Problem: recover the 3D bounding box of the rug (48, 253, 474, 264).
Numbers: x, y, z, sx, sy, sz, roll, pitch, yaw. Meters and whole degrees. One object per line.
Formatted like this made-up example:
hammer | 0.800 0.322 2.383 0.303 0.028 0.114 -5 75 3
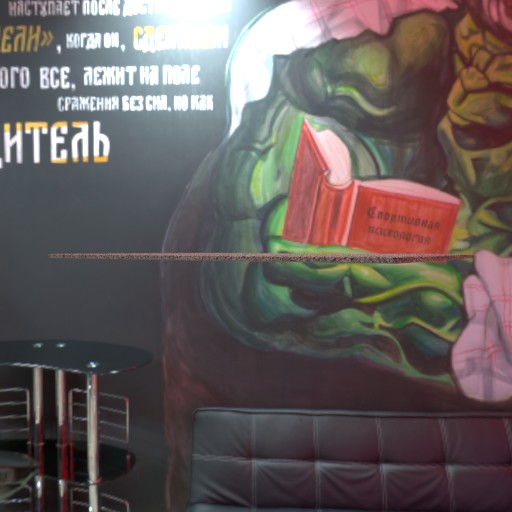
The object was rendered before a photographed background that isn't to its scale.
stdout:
rug | 0.000 0.000 3.382 2.743 0.030 1.778 1 1 36
